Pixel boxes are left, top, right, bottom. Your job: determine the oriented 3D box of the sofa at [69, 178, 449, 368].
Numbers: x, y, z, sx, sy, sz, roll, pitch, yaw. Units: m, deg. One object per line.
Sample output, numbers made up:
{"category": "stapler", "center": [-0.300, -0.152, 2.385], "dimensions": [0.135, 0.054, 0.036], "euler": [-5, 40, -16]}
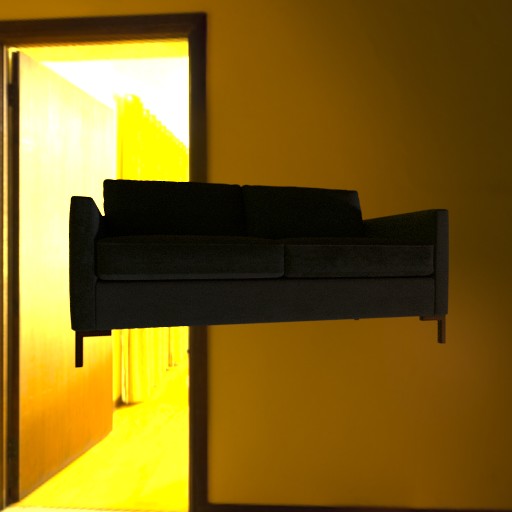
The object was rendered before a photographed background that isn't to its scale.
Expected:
{"category": "sofa", "center": [0.000, 0.000, 2.224], "dimensions": [1.676, 0.817, 0.875], "euler": [0, 0, -16]}
